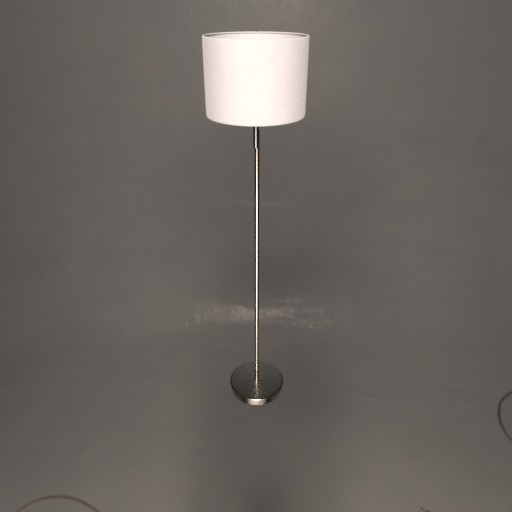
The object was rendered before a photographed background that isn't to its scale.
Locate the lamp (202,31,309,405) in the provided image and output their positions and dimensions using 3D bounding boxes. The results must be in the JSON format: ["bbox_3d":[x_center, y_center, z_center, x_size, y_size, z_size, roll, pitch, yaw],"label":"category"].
[{"bbox_3d":[0.000,0.000,1.782,0.324,1.600,0.416,1,30,1],"label":"lamp"}]
